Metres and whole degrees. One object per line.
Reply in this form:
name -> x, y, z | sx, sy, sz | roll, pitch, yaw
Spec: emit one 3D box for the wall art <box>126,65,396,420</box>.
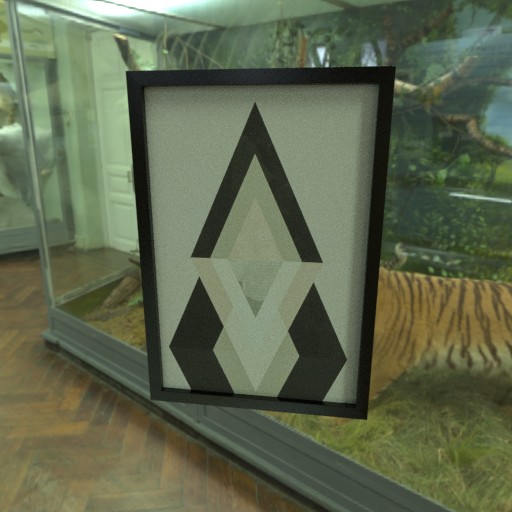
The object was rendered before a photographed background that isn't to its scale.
wall art -> 0.000, 0.000, 0.582 | 0.314, 0.455, 0.019 | 2, 16, 8
